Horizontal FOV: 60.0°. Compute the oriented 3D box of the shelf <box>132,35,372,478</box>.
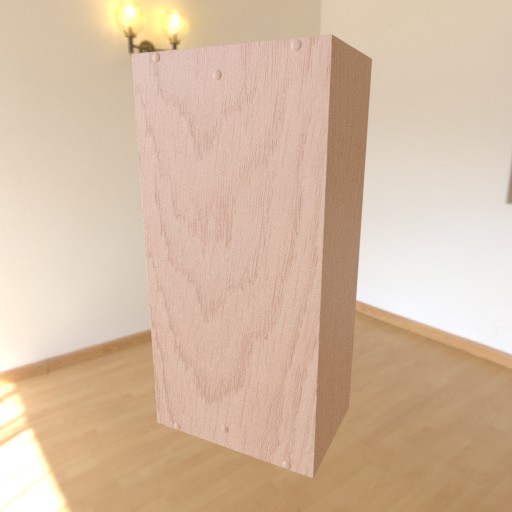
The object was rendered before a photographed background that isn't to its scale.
[{"bbox_3d":[0.000,0.000,0.723,0.290,0.600,0.200,8,18,26],"label":"shelf"}]
